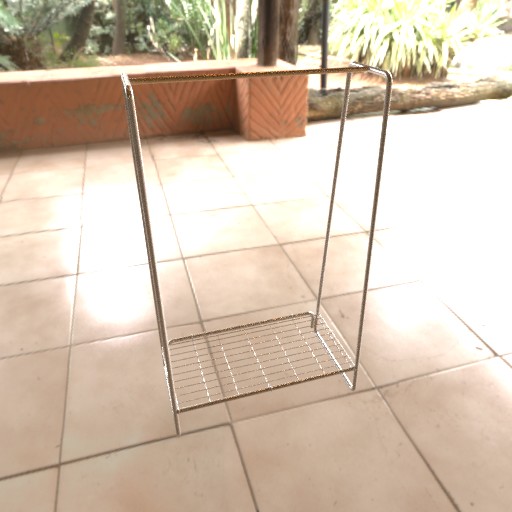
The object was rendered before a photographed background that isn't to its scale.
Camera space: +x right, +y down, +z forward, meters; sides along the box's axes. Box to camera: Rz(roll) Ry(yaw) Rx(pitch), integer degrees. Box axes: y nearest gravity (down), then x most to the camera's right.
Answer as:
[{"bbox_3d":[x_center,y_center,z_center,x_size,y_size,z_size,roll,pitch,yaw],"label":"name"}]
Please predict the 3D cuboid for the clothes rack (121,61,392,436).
[{"bbox_3d":[0.000,0.000,1.927,0.900,1.500,0.495,-9,33,-15],"label":"clothes rack"}]
